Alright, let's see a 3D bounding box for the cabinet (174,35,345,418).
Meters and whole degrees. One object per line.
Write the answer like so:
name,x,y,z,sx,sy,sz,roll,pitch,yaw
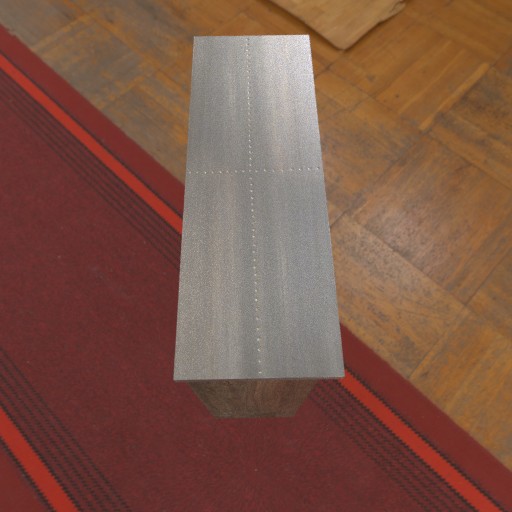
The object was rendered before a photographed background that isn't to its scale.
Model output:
cabinet,0.000,0.000,1.480,0.338,0.919,0.968,-1,64,0
